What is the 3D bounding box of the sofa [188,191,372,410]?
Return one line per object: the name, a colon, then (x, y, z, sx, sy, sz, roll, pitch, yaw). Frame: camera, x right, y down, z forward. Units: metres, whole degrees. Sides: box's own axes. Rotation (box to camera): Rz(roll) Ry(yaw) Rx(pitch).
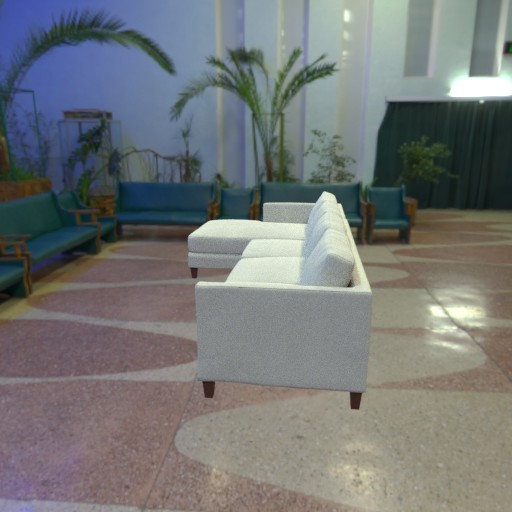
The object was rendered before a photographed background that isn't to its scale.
sofa: (0.000, 0.000, 3.903, 1.625, 0.861, 3.186, 2, 15, 8)
